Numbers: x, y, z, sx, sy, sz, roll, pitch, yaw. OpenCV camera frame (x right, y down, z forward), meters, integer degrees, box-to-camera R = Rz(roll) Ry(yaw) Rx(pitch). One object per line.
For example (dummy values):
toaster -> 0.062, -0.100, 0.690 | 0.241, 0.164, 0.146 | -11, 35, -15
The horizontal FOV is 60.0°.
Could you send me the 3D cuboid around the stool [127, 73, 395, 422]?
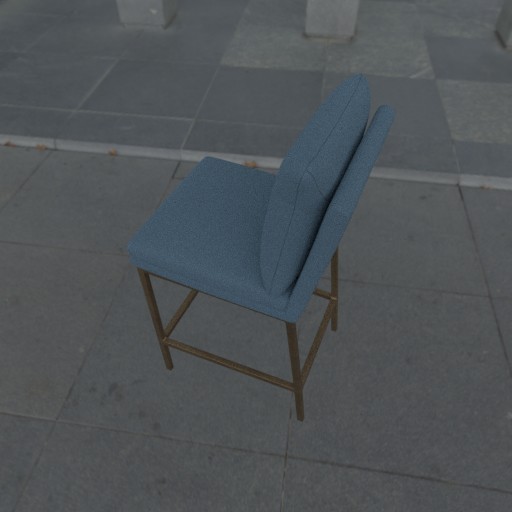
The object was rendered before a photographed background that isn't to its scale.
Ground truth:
stool -> 0.000, 0.000, 1.348 | 0.568, 1.032, 0.463 | 18, 49, 16
